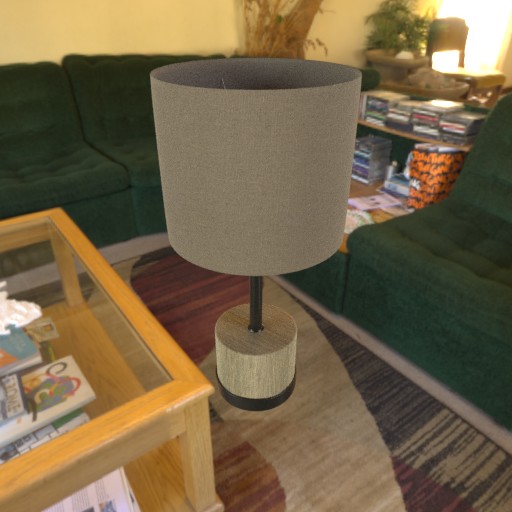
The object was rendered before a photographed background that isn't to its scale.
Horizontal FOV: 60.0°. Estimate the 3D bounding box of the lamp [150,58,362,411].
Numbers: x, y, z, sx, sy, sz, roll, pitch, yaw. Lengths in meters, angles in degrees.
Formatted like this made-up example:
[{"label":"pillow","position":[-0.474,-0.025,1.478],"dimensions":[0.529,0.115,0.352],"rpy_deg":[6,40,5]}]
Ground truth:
[{"label":"lamp","position":[0.000,0.000,0.603],"dimensions":[0.229,0.470,0.229],"rpy_deg":[21,36,31]}]
